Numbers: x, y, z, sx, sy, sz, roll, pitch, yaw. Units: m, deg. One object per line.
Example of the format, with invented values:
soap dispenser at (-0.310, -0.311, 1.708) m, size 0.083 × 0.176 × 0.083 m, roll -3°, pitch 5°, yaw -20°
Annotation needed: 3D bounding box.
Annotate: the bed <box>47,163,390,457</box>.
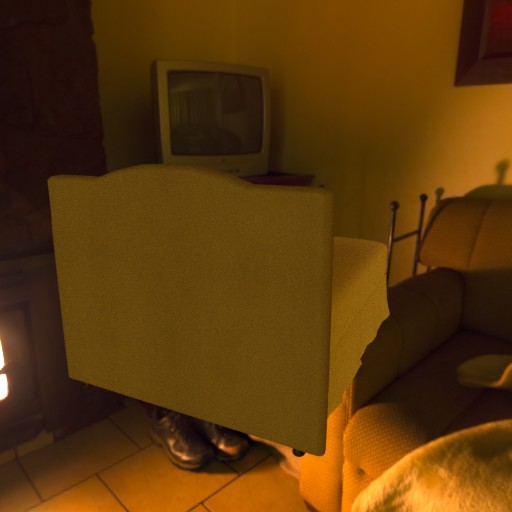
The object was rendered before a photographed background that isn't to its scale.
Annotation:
bed at (0.000, 0.000, 3.274) m, size 1.744 × 1.441 × 2.128 m, roll 7°, pitch 17°, yaw 25°
